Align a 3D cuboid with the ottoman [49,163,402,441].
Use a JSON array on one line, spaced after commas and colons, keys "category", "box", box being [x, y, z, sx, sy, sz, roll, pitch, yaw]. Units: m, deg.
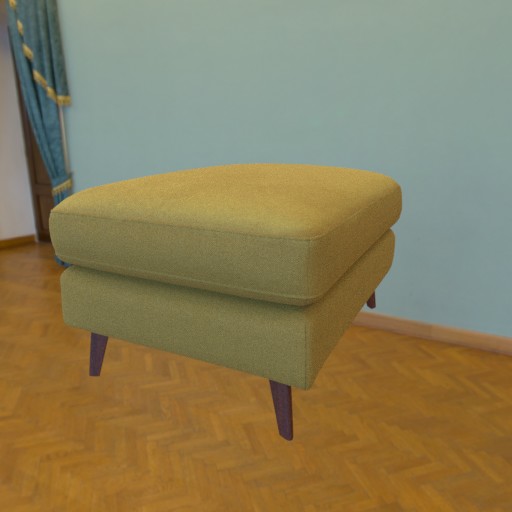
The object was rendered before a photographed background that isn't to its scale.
[{"category": "ottoman", "box": [0.000, 0.000, 1.153, 0.608, 0.449, 0.811, 8, 18, 26]}]
